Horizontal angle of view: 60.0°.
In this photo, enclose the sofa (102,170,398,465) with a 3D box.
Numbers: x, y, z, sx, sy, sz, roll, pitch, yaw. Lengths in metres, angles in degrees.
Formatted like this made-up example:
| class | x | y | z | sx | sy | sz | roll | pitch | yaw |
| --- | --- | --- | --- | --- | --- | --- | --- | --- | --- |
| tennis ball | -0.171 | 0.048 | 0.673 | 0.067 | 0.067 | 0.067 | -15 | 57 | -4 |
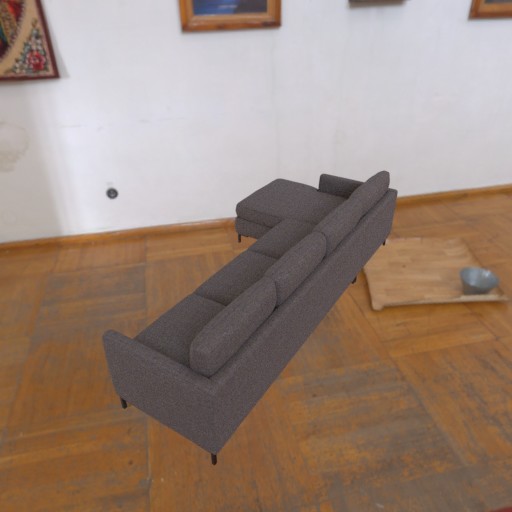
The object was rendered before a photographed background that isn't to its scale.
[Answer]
| class | x | y | z | sx | sy | sz | roll | pitch | yaw |
| --- | --- | --- | --- | --- | --- | --- | --- | --- | --- |
| sofa | 0.000 | 0.000 | 3.305 | 1.258 | 0.754 | 2.731 | 19 | 37 | 27 |
